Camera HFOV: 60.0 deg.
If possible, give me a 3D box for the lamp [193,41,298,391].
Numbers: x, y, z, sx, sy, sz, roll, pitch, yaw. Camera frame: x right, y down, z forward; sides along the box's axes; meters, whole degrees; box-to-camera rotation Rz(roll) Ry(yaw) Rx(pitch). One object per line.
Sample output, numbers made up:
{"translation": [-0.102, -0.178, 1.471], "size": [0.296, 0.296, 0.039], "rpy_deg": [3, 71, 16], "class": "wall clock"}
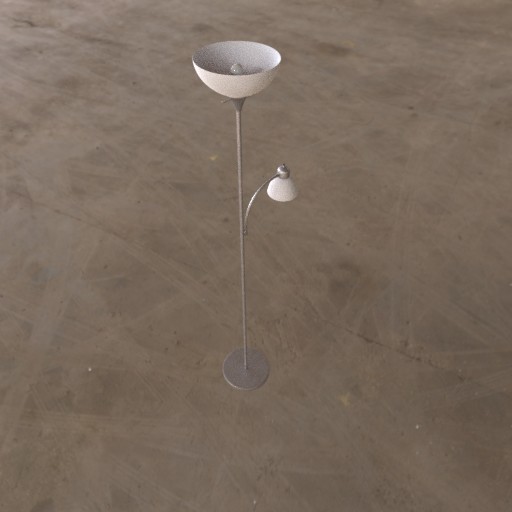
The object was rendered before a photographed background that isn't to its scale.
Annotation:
{"translation": [0.000, 0.000, 2.014], "size": [0.425, 1.804, 0.279], "rpy_deg": [-32, 53, -28], "class": "lamp"}
